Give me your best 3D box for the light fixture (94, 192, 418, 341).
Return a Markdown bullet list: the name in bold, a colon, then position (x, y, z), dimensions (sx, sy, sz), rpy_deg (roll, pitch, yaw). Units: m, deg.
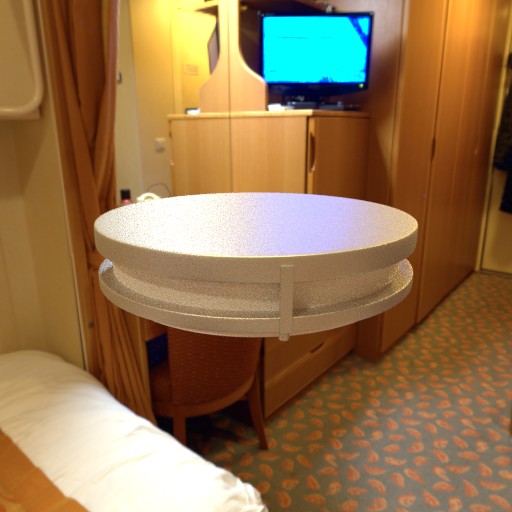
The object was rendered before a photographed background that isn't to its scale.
- **light fixture**: position (0.000, 0.000, 0.526), dimensions (0.356, 0.102, 0.356), rpy_deg (0, 16, 0)
